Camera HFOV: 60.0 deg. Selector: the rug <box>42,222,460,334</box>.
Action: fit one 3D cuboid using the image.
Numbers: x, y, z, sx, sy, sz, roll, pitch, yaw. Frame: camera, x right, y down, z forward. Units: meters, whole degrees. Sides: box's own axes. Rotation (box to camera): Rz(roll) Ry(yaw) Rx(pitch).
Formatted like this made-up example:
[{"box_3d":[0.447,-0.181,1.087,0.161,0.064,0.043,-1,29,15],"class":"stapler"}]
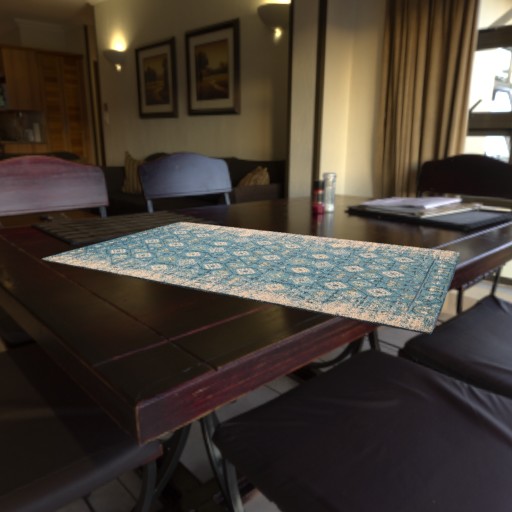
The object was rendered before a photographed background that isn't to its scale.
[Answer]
[{"box_3d":[0.000,0.000,2.207,1.795,0.008,1.102,8,17,27],"class":"rug"}]
